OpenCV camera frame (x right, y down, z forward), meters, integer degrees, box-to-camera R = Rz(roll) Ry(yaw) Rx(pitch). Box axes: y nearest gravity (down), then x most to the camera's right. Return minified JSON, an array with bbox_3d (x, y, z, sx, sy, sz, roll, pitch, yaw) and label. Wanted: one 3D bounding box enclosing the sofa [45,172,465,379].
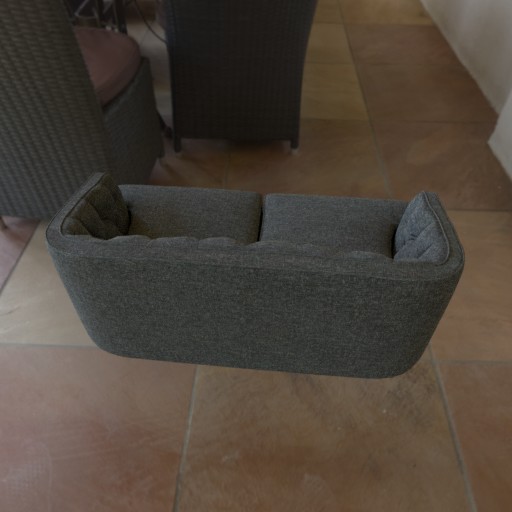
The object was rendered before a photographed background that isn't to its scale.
[{"bbox_3d":[0.000,0.000,2.217,1.733,0.855,0.941,4,46,4],"label":"sofa"}]
